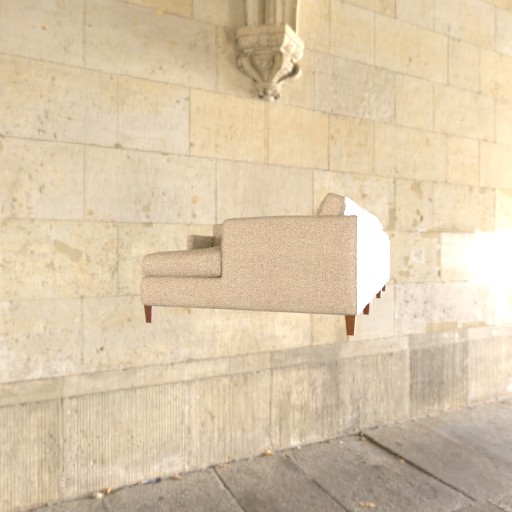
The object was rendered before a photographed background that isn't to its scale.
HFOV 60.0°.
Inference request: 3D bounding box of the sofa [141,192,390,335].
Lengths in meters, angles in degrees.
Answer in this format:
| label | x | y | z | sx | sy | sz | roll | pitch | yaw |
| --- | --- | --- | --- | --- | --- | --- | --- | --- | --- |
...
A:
| label | x | y | z | sx | sy | sz | roll | pitch | yaw |
| --- | --- | --- | --- | --- | --- | --- | --- | --- | --- |
| sofa | 0.000 | 0.000 | 4.759 | 2.594 | 0.961 | 3.460 | 0 | 1 | 20 |
